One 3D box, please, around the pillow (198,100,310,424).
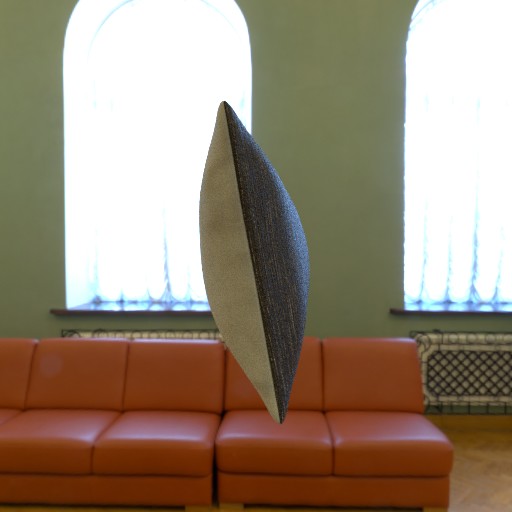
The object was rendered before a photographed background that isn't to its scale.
[{"bbox_3d":[0.000,0.000,0.717,0.156,0.305,0.608,0,1,0],"label":"pillow"}]
